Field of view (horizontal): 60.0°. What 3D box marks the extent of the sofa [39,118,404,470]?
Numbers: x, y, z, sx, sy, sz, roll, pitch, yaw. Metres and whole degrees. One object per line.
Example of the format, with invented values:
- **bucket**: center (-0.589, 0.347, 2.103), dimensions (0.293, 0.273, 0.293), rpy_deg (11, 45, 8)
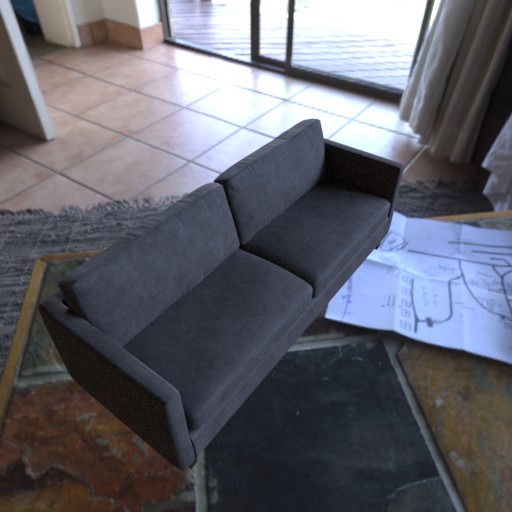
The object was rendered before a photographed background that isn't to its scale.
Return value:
- **sofa**: center (0.000, 0.000, 2.889), dimensions (0.951, 0.965, 2.434), rpy_deg (27, 48, 27)
